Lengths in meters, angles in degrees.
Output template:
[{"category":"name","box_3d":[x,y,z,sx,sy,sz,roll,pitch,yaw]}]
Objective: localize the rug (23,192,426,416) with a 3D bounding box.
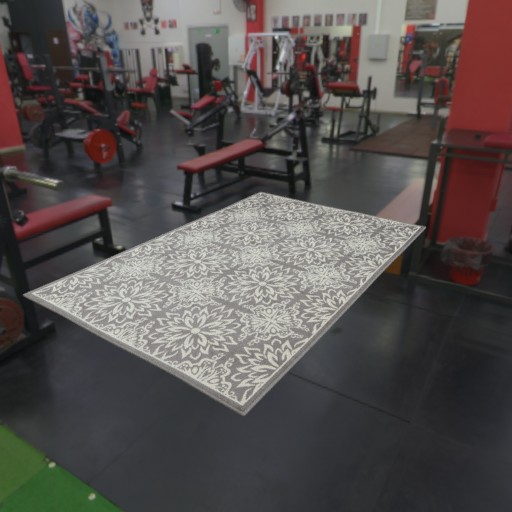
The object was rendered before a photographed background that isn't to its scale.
[{"category":"rug","box_3d":[0.000,0.000,2.322,1.224,0.012,1.847,17,30,31]}]
